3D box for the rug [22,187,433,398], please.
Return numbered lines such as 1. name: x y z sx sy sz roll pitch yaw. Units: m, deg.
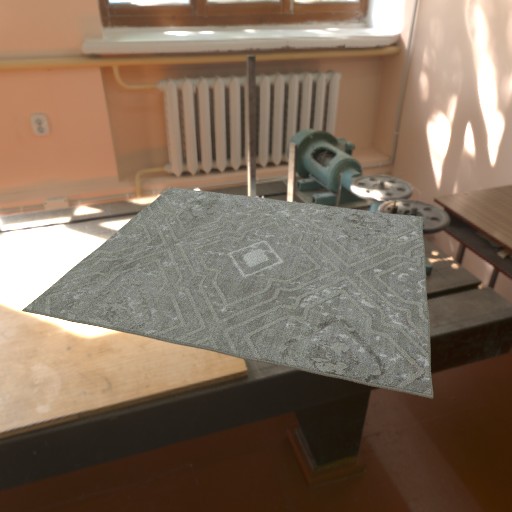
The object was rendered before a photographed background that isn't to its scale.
1. rug: 0.000 0.000 0.870 0.639 0.006 0.548 9 32 14
